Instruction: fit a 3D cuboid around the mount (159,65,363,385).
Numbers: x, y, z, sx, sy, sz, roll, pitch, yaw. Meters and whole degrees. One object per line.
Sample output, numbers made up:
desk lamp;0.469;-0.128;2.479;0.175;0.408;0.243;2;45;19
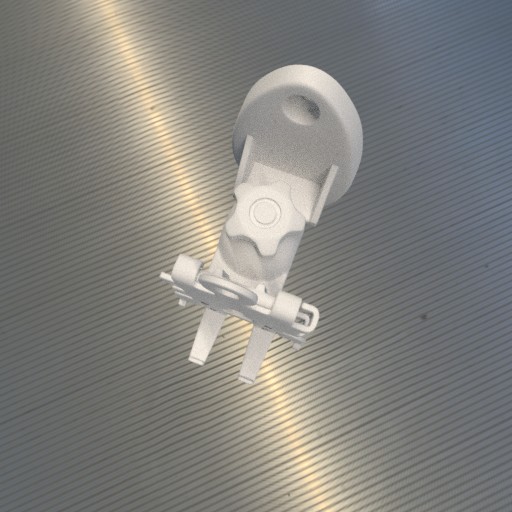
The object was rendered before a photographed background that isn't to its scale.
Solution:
mount;0.000;0.000;0.177;0.066;0.118;0.100;20;78;4
